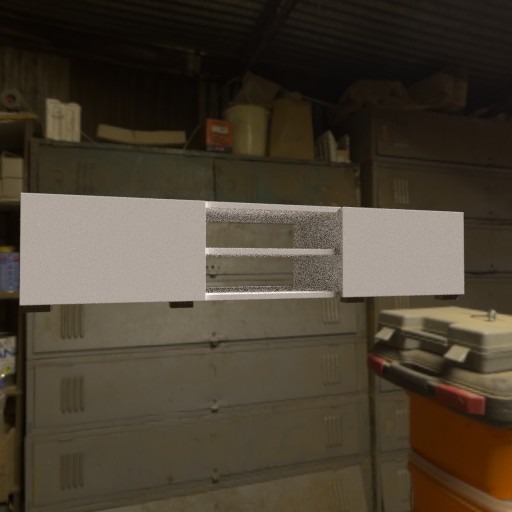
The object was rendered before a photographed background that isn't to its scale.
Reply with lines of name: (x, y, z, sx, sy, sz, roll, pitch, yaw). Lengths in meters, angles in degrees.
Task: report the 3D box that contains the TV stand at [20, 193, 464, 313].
TV stand: (0.000, 0.000, 1.543, 1.400, 0.310, 0.420, 0, -1, -18)
